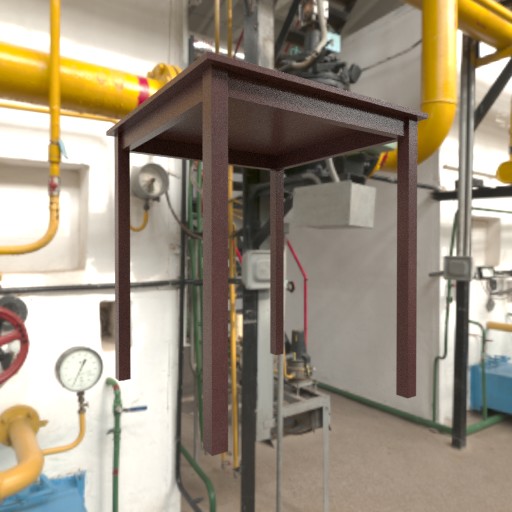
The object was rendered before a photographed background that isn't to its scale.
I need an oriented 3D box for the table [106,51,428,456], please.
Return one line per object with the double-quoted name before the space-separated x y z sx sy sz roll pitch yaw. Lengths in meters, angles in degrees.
"table" 0.000 0.000 1.659 0.861 0.991 0.861 -1 1 -34
